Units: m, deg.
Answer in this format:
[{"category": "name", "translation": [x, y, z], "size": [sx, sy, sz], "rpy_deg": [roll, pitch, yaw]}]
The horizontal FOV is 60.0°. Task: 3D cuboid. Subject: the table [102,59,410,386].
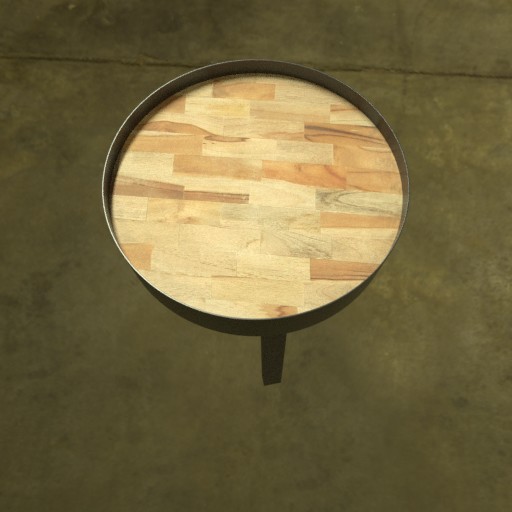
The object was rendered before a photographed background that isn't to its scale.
[{"category": "table", "translation": [0.000, 0.000, 0.846], "size": [0.406, 0.559, 0.406], "rpy_deg": [0, 66, 0]}]
